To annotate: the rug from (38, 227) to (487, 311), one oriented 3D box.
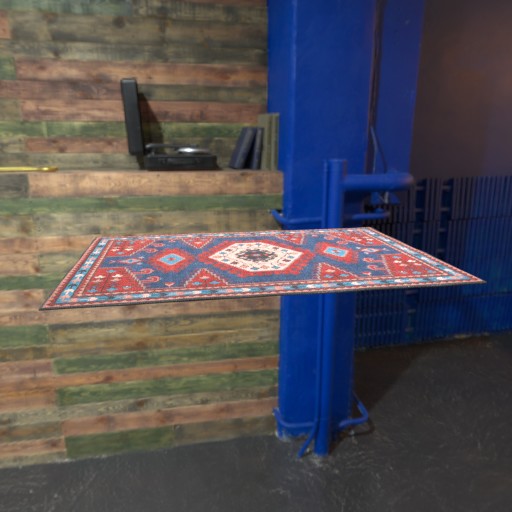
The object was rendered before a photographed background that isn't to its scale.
[{"bbox_3d":[0.000,0.000,2.332,1.820,0.012,1.207,-3,15,-10],"label":"rug"}]
